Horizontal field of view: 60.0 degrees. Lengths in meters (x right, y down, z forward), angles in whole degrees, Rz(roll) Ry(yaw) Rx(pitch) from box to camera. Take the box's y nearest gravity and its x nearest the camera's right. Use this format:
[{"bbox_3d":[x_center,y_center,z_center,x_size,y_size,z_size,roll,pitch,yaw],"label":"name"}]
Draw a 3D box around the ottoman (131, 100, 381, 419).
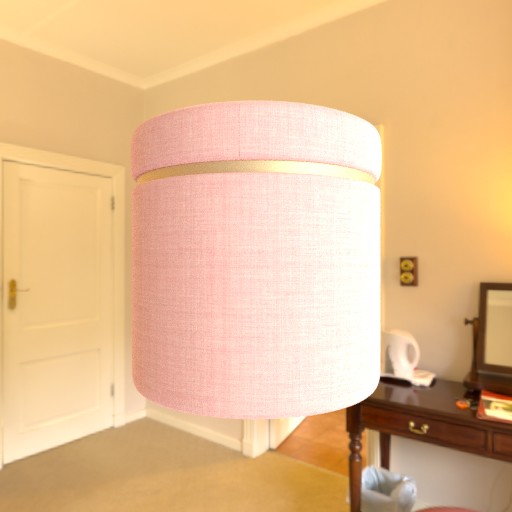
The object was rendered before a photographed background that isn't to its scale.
[{"bbox_3d":[0.000,0.000,0.734,0.400,0.406,0.400,0,0,0],"label":"ottoman"}]
